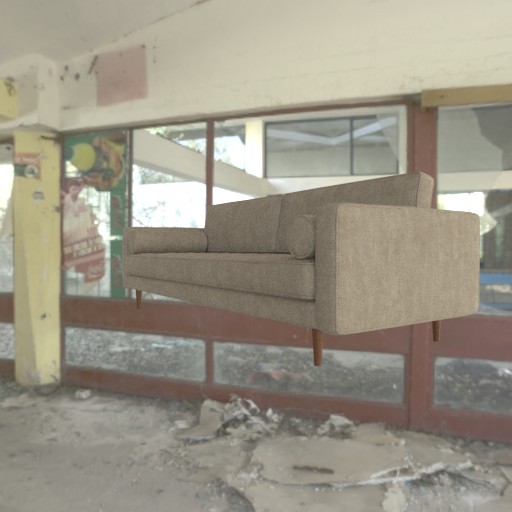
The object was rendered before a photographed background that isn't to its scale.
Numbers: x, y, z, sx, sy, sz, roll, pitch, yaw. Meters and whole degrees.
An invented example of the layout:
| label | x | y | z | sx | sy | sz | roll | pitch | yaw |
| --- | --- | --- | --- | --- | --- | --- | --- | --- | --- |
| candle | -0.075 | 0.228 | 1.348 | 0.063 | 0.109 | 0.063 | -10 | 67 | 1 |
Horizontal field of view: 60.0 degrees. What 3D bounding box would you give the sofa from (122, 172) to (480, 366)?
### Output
| label | x | y | z | sx | sy | sz | roll | pitch | yaw |
| --- | --- | --- | --- | --- | --- | --- | --- | --- | --- |
| sofa | 0.000 | 0.000 | 2.594 | 0.919 | 0.770 | 2.200 | -1 | 1 | -35 |
